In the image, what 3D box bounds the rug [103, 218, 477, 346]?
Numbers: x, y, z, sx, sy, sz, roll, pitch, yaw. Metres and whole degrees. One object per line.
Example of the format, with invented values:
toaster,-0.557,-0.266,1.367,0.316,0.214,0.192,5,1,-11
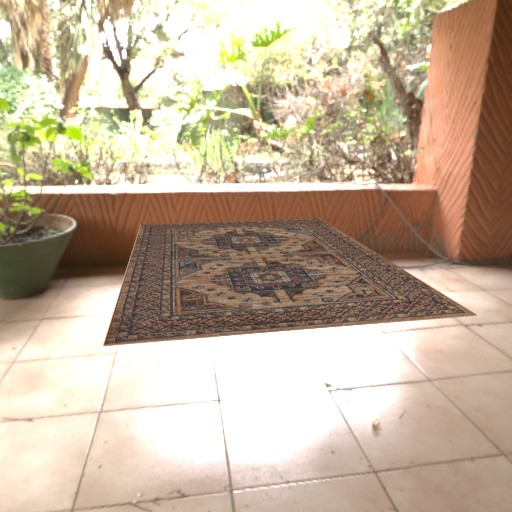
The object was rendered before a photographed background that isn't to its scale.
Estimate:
rug,0.000,0.000,2.899,1.611,0.008,2.227,-3,17,-10
